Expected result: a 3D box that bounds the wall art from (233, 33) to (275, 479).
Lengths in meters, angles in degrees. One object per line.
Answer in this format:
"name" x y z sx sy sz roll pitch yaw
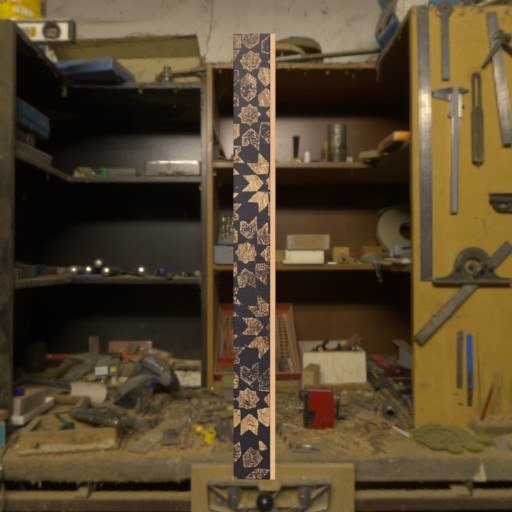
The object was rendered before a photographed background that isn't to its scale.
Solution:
"wall art" 0.000 0.000 0.604 0.038 0.405 0.405 0 0 0
